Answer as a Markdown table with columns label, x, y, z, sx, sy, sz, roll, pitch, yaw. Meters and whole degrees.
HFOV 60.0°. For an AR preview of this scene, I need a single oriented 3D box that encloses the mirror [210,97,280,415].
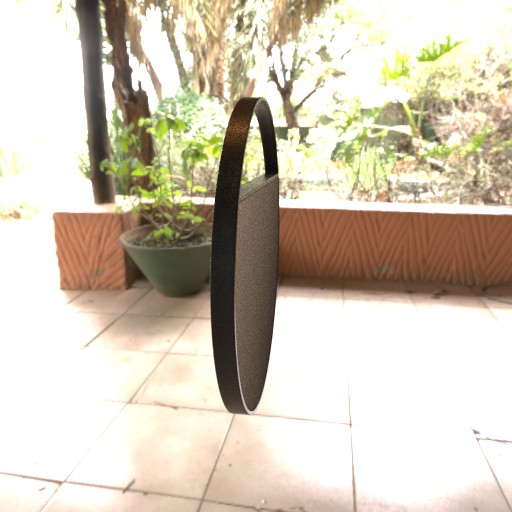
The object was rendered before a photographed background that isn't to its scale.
| label | x | y | z | sx | sy | sz | roll | pitch | yaw |
| --- | --- | --- | --- | --- | --- | --- | --- | --- | --- |
| mirror | 0.000 | 0.000 | 0.836 | 0.032 | 0.565 | 0.565 | 2 | 14 | 9 |
